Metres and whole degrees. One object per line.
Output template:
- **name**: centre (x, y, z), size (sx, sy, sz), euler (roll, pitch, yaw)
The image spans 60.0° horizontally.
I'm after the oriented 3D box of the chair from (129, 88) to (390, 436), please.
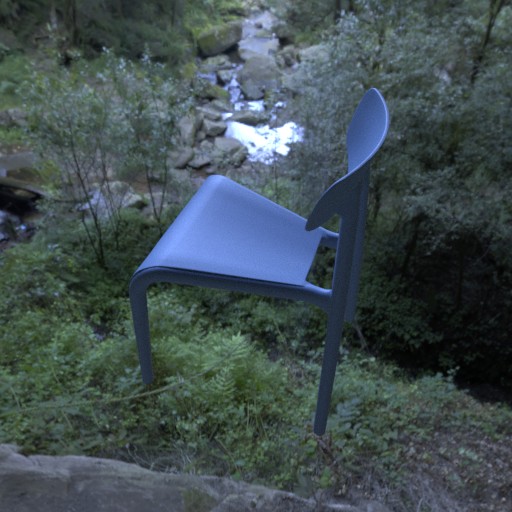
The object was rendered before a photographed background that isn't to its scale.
- **chair**: centre (0.000, 0.000, 0.825), size (0.401, 0.580, 0.356), euler (15, 47, 14)
